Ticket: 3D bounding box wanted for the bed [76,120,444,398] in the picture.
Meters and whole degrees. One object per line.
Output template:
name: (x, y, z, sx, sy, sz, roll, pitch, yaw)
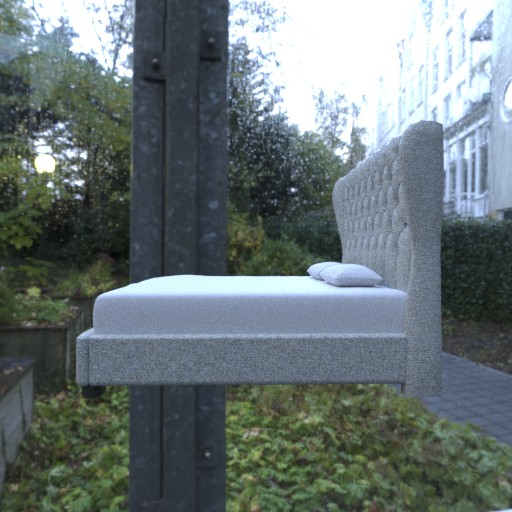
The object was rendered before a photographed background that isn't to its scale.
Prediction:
bed: (0.000, 0.000, 3.854, 2.347, 1.771, 2.219, 0, 0, -1)
